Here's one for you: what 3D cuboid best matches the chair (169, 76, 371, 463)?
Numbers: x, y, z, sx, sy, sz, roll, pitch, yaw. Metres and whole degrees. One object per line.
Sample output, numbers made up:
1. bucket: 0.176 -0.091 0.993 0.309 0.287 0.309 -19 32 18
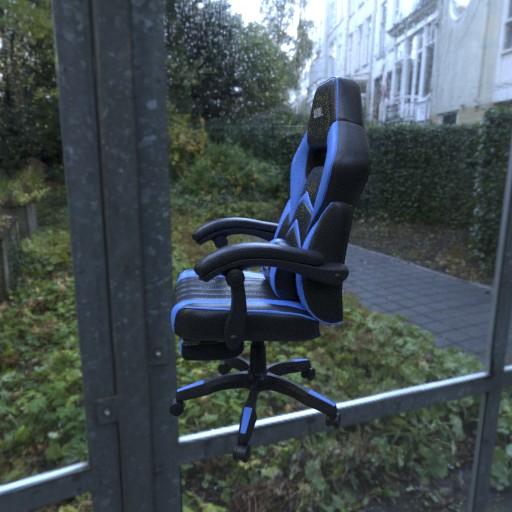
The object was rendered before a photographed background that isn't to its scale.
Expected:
1. chair: 0.000 0.000 1.690 0.700 1.280 0.700 -2 13 -8
